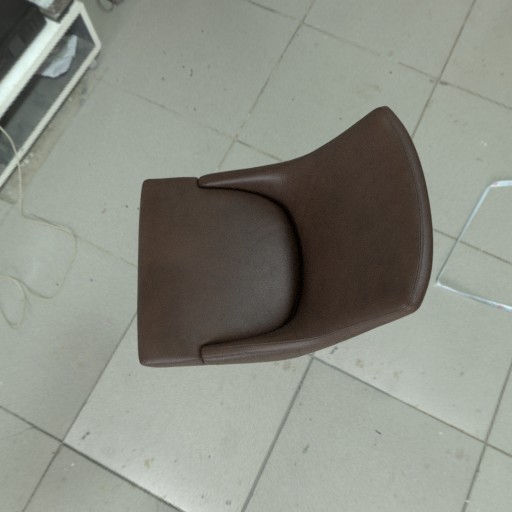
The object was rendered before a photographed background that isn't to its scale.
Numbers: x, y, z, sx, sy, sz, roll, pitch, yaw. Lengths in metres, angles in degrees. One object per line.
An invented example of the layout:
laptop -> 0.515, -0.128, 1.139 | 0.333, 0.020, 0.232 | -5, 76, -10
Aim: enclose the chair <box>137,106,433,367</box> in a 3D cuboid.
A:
chair -> 0.000, 0.000, 1.510 | 0.861, 0.909, 0.701 | -3, 75, -1
